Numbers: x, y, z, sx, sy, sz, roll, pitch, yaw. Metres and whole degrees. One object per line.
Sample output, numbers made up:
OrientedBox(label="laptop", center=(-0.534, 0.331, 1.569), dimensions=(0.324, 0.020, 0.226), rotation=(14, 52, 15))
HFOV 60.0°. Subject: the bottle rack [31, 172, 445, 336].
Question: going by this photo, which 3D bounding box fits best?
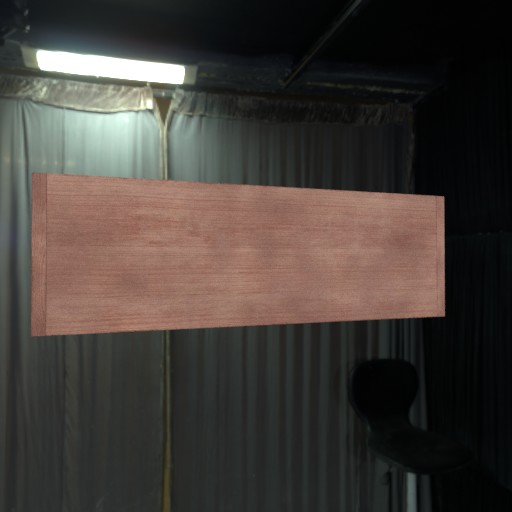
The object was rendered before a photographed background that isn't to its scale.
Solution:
OrientedBox(label="bottle rack", center=(0.000, 0.000, 0.686), dimensions=(0.608, 0.196, 0.126), rotation=(0, -1, -19))
